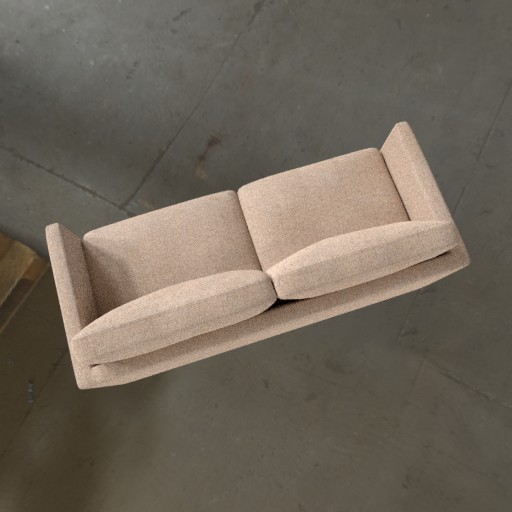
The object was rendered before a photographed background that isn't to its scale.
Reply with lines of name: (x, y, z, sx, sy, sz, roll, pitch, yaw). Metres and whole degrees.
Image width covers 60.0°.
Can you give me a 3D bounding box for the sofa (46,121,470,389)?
sofa: (0.000, 0.000, 2.699, 2.208, 0.965, 0.951, -17, 77, -4)
